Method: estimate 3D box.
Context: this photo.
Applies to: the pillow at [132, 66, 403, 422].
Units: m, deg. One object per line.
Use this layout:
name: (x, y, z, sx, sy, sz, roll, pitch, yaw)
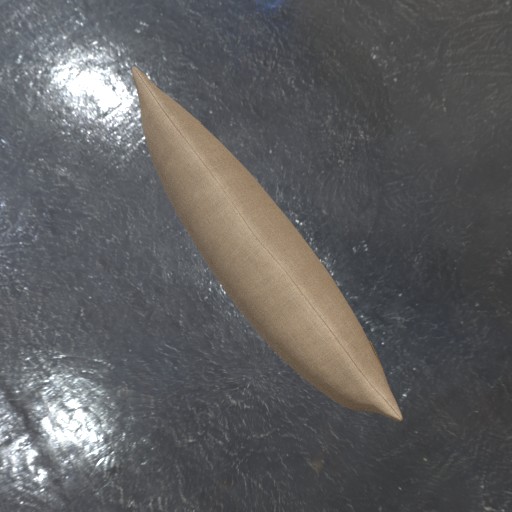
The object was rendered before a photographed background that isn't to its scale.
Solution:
pillow: (0.000, 0.000, 0.728, 0.148, 0.308, 0.612, -35, 78, -9)
